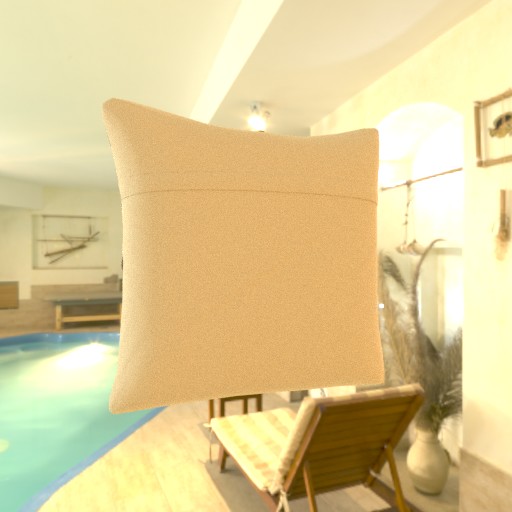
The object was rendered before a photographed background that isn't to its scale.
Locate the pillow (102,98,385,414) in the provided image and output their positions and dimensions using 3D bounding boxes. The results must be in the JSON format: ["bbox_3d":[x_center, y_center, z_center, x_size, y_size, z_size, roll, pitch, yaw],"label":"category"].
[{"bbox_3d":[0.000,0.000,0.736,0.484,0.470,0.192,0,0,-18],"label":"pillow"}]
